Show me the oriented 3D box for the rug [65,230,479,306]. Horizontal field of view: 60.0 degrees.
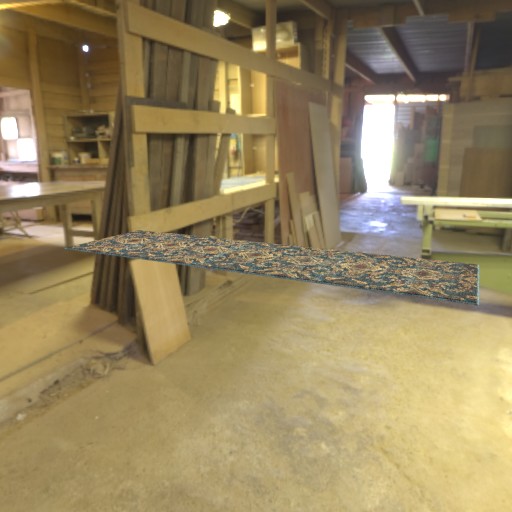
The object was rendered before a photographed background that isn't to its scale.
[{"bbox_3d":[0.000,0.000,2.536,2.292,0.014,0.685,7,15,25],"label":"rug"}]
